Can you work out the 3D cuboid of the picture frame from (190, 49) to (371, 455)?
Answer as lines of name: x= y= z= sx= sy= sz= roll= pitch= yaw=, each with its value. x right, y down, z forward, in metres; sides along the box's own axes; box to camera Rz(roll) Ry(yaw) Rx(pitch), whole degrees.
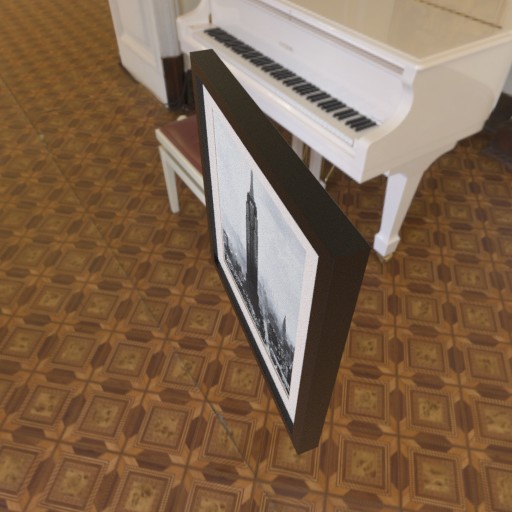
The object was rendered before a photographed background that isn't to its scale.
picture frame: x=0.000 y=0.000 z=0.535 sx=0.029 sy=0.353 sz=0.355 roll=-16 pitch=48 yaw=-14
